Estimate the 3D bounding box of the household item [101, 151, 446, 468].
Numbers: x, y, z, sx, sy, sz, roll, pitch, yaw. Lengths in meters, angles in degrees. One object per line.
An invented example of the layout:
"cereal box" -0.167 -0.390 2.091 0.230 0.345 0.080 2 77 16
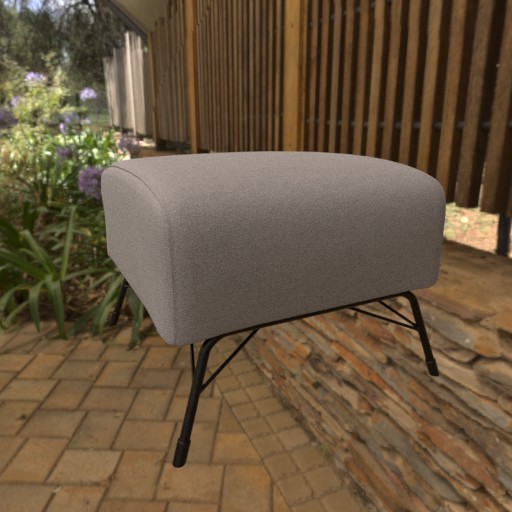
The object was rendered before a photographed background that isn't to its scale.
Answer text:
"household item" 0.000 0.000 0.903 0.530 0.410 0.530 -8 19 -26
